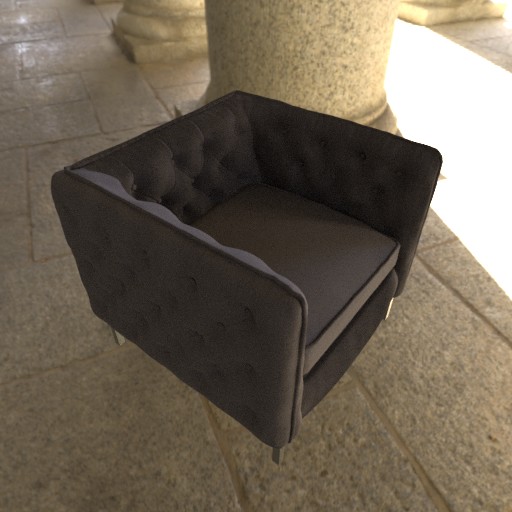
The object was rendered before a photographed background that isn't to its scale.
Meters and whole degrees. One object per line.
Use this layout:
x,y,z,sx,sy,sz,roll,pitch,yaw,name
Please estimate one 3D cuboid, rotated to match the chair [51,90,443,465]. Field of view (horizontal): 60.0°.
0.000,0.000,1.621,0.913,0.807,0.946,27,48,28,chair
